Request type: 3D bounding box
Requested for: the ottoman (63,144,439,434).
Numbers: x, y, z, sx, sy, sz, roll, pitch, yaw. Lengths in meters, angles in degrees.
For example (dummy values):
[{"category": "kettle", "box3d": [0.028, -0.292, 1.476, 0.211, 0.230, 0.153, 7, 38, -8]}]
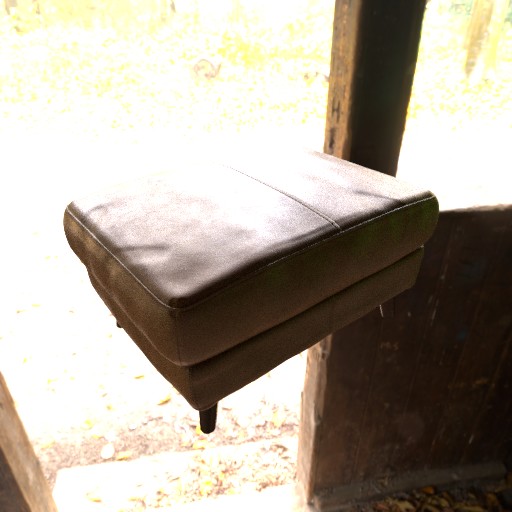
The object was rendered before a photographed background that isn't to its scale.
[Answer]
[{"category": "ottoman", "box3d": [0.000, 0.000, 1.267, 0.869, 0.461, 0.630, -22, 38, -32]}]
